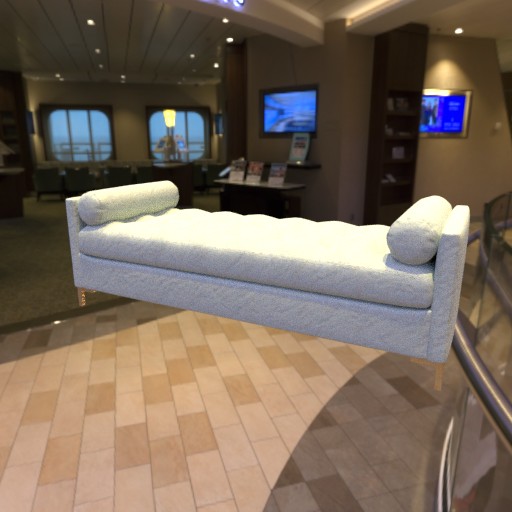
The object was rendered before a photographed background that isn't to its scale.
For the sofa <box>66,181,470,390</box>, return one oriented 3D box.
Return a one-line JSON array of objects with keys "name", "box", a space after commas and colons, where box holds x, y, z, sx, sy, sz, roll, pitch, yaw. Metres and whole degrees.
[{"name": "sofa", "box": [0.000, 0.000, 2.479, 2.102, 0.705, 0.796, 8, 17, 26]}]
